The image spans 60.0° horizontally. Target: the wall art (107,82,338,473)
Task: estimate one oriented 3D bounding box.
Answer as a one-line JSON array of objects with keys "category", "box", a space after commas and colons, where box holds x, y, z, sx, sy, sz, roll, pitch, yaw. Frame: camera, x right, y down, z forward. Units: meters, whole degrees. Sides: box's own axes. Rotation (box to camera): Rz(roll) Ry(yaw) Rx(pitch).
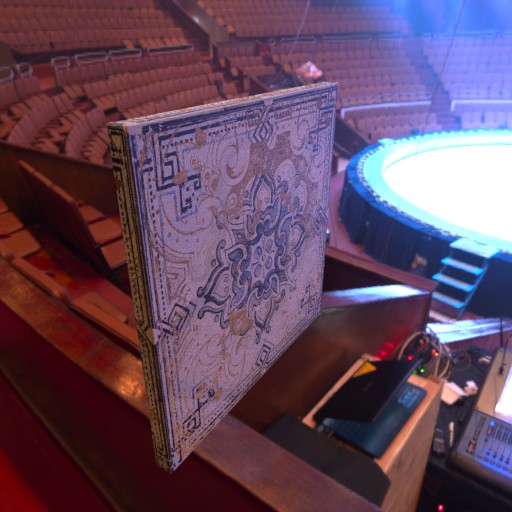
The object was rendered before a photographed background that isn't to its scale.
[{"category": "wall art", "box": [0.000, 0.000, 0.891, 0.036, 0.607, 0.609, 16, 31, 29]}]
